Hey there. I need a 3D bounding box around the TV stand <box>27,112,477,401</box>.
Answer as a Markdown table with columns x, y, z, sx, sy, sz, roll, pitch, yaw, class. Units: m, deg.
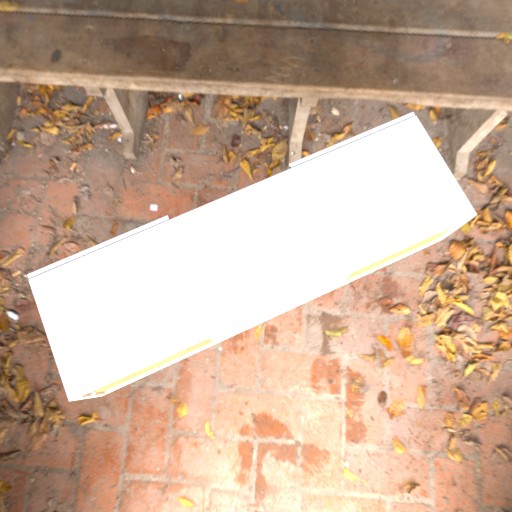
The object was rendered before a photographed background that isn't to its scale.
| x | y | z | sx | sy | sz | roll | pitch | yaw | class |
| --- | --- | --- | --- | --- | --- | --- | --- | --- | --- |
| 0.000 | 0.000 | 1.573 | 1.400 | 0.310 | 0.420 | -24 | 77 | -6 | TV stand |
